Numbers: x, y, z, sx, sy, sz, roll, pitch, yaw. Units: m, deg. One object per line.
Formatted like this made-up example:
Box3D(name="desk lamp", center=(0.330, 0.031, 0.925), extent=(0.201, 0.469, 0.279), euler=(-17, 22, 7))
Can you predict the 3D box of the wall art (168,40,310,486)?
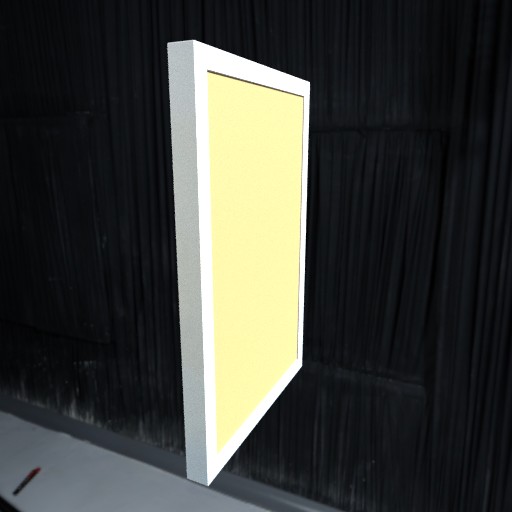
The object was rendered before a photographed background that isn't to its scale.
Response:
Box3D(name="wall art", center=(0.000, 0.000, 0.771), extent=(0.038, 0.611, 0.408), euler=(7, 16, 25))
